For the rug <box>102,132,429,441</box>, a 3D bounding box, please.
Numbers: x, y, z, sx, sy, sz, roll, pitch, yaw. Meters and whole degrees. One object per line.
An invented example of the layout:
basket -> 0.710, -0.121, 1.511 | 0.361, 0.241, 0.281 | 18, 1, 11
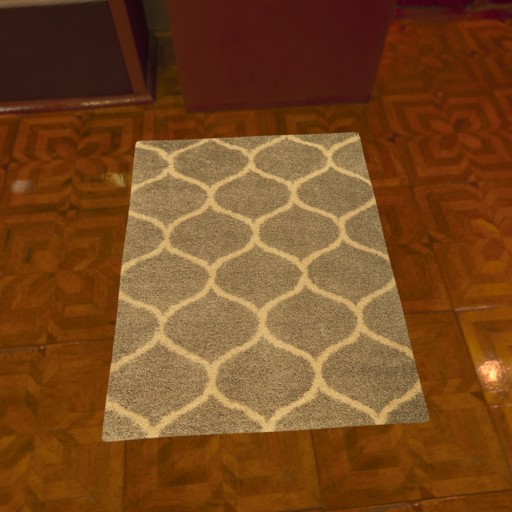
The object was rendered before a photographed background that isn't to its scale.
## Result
rug -> 0.000, 0.000, 4.002 | 2.399, 0.026, 3.000 | -3, 59, -2
